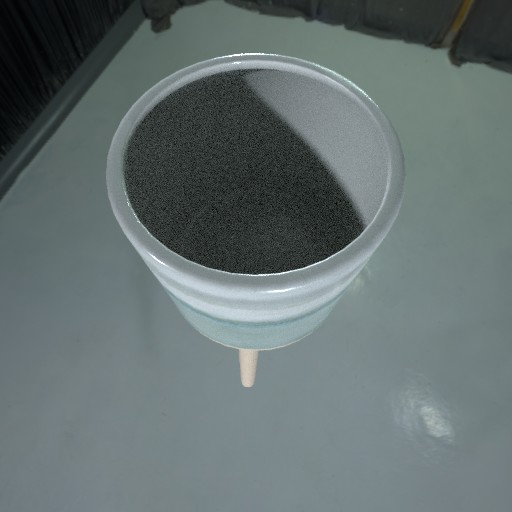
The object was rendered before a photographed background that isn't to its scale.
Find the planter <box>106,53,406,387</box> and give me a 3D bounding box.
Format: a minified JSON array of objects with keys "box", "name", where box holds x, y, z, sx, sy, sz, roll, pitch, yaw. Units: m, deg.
[{"box":[0.000,0.000,0.572,0.265,0.404,0.265,17,64,8],"name":"planter"}]
